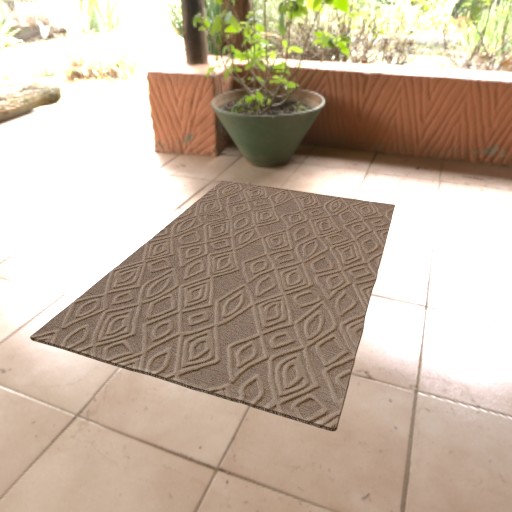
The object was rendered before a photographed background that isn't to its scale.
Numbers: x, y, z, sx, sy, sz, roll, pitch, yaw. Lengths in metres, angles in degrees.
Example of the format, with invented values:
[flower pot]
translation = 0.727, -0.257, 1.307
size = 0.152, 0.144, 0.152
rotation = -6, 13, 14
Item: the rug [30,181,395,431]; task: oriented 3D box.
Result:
[rug]
translation = 0.000, 0.000, 2.291
size = 1.224, 0.016, 1.832
rotation = 11, 32, 18
